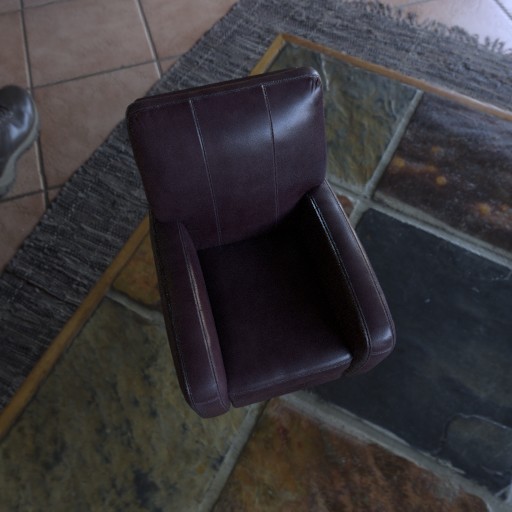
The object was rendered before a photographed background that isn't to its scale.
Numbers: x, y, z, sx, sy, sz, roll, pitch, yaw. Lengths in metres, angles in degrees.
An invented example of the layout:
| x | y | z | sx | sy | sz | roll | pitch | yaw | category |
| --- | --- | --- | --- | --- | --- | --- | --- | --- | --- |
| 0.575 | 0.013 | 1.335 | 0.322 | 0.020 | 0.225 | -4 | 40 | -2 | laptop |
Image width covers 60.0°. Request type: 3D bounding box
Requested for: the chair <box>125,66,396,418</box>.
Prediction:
| x | y | z | sx | sy | sz | roll | pitch | yaw | category |
| --- | --- | --- | --- | --- | --- | --- | --- | --- | --- |
| 0.000 | 0.000 | 1.688 | 0.762 | 0.990 | 0.990 | -14 | 64 | -7 | chair |
